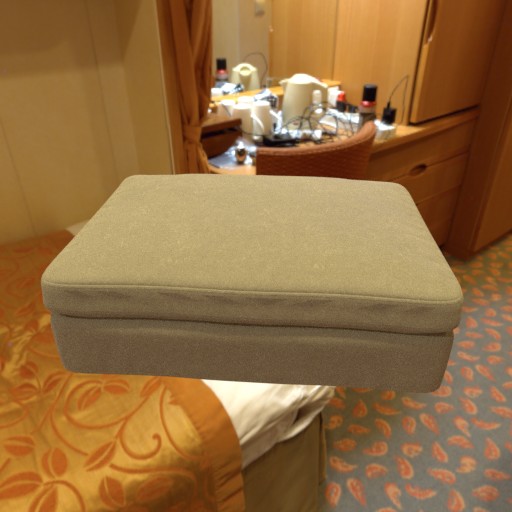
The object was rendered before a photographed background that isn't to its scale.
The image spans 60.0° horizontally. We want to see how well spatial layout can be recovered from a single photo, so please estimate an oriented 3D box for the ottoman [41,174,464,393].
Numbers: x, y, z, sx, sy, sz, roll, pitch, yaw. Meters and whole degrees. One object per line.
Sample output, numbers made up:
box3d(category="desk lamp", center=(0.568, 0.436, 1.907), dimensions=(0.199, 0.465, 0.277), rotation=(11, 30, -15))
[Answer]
box3d(category="ottoman", center=(0.000, 0.000, 1.596), dimensions=(1.199, 0.429, 0.840), rotation=(2, 31, 4))
